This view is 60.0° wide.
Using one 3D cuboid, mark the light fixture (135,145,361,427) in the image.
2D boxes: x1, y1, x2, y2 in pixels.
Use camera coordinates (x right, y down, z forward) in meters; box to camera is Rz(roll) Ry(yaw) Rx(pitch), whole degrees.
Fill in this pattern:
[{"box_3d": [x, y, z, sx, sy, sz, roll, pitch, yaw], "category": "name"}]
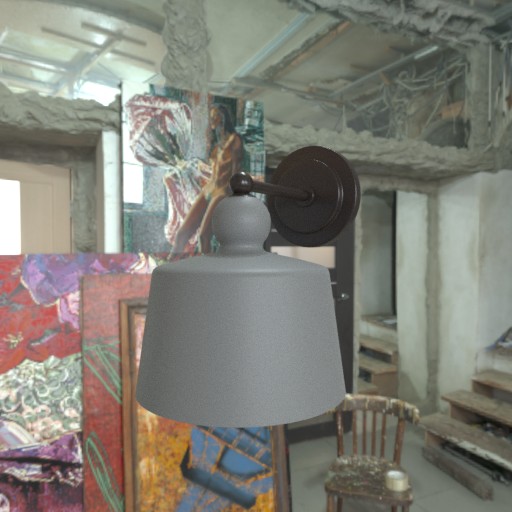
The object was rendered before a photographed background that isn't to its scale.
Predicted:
[{"box_3d": [0.000, 0.000, 0.458, 0.204, 0.268, 0.254, 1, 1, 35], "category": "light fixture"}]
